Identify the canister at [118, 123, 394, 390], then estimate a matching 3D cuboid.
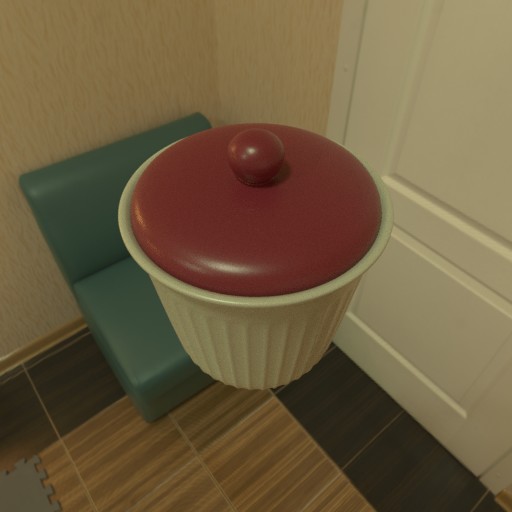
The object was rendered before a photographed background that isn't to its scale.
[{"bbox_3d":[0.000,0.000,0.340,0.181,0.211,0.181,0,47,0],"label":"canister"}]
